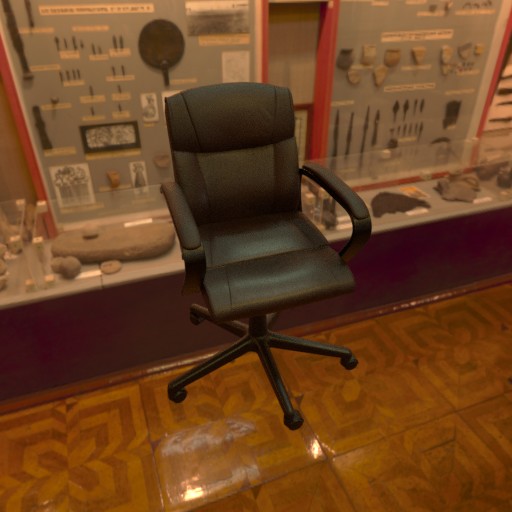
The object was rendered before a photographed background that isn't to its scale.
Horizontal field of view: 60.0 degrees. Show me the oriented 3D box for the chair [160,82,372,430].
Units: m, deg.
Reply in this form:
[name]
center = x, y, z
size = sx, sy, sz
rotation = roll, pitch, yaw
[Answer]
[chair]
center = 0.000, 0.000, 1.524
size = 0.739, 1.004, 0.717
rotation = -10, 35, -15
